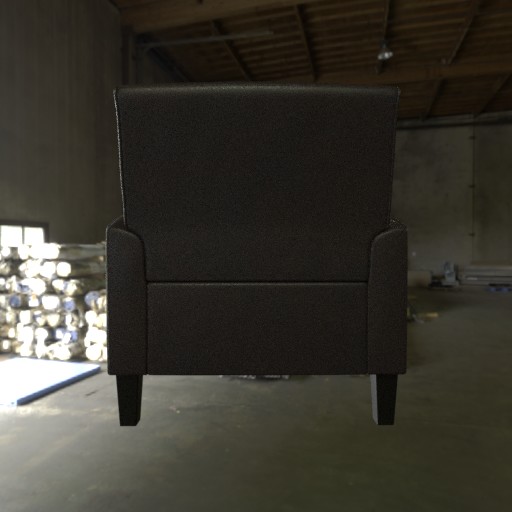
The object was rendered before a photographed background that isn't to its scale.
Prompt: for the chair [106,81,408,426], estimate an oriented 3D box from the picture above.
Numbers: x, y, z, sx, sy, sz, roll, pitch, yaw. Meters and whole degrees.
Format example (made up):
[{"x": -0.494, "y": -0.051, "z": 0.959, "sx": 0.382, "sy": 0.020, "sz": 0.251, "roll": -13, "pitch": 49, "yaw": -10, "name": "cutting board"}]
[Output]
[{"x": 0.000, "y": 0.000, "z": 1.536, "sx": 0.820, "sy": 0.916, "sz": 0.819, "roll": 0, "pitch": 1, "yaw": -1, "name": "chair"}]
